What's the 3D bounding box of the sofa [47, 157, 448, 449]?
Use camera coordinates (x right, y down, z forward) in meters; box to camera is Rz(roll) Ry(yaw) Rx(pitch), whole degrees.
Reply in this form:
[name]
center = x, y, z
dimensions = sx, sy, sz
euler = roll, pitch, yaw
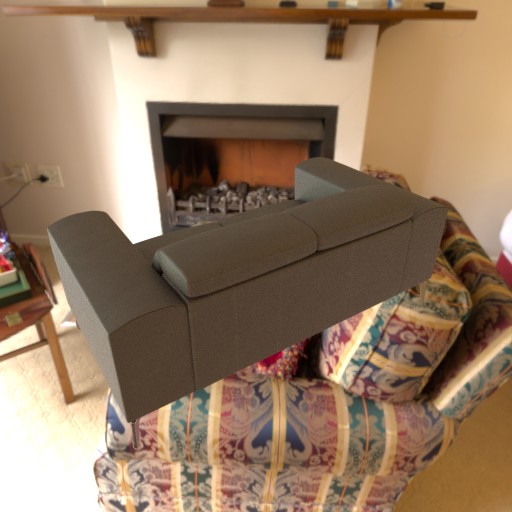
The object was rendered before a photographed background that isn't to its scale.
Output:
[sofa]
center = 0.000, 0.000, 2.423
dimensions = 1.895, 0.779, 1.003
euler = -19, 36, -28
